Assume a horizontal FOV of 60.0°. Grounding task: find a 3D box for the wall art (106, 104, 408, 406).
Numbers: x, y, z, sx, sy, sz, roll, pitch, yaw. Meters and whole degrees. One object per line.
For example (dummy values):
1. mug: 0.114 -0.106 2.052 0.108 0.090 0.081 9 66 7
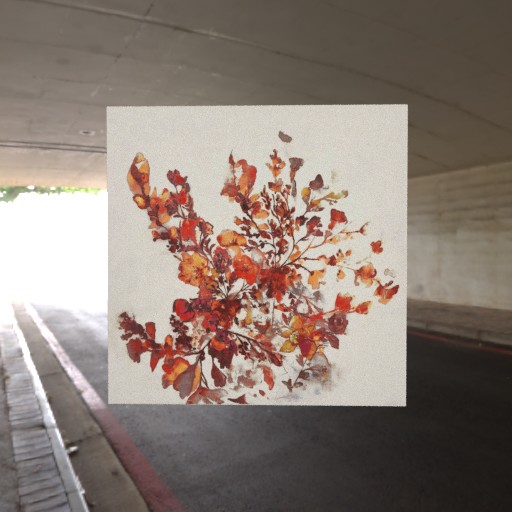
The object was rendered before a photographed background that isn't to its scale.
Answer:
1. wall art: 0.000 0.000 1.515 1.009 1.009 0.049 0 1 1
